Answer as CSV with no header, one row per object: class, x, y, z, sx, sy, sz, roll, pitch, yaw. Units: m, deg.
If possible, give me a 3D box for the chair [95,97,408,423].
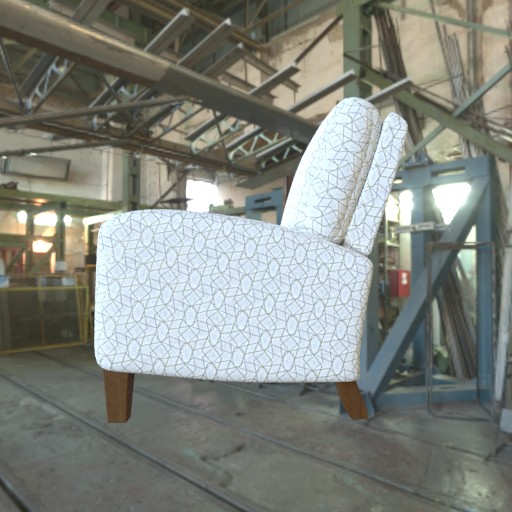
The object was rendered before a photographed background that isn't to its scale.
chair,0.000,0.000,1.747,0.995,1.064,0.796,0,-2,0
